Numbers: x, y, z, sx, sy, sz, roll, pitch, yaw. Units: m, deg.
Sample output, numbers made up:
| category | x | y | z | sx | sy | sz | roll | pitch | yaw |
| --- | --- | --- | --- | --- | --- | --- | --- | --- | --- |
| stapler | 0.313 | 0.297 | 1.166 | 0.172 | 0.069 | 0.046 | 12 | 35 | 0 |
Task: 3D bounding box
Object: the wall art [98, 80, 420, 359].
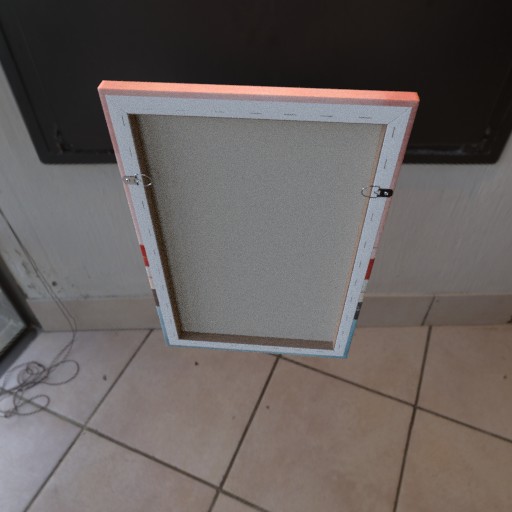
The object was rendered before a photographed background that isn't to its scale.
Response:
| category | x | y | z | sx | sy | sz | roll | pitch | yaw |
| --- | --- | --- | --- | --- | --- | --- | --- | --- | --- |
| wall art | 0.000 | 0.000 | 1.177 | 0.610 | 0.914 | 0.038 | 3 | 46 | 3 |
